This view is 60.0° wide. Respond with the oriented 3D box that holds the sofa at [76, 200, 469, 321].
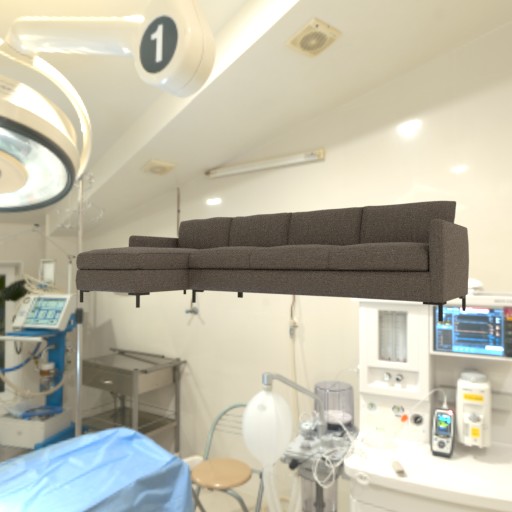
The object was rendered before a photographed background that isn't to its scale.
[{"bbox_3d":[0.000,0.000,3.297,2.731,0.754,1.258,-1,-1,35],"label":"sofa"}]
